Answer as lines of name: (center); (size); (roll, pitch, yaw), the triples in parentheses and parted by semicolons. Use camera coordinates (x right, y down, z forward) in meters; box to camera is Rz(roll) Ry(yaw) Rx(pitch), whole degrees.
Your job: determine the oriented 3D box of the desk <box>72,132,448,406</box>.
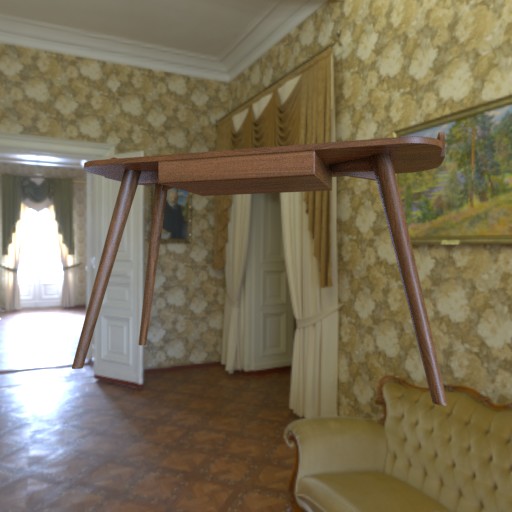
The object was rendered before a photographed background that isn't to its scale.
desk: (0.000, 0.000, 1.603); (1.256, 0.800, 0.486); (0, 1, 18)
